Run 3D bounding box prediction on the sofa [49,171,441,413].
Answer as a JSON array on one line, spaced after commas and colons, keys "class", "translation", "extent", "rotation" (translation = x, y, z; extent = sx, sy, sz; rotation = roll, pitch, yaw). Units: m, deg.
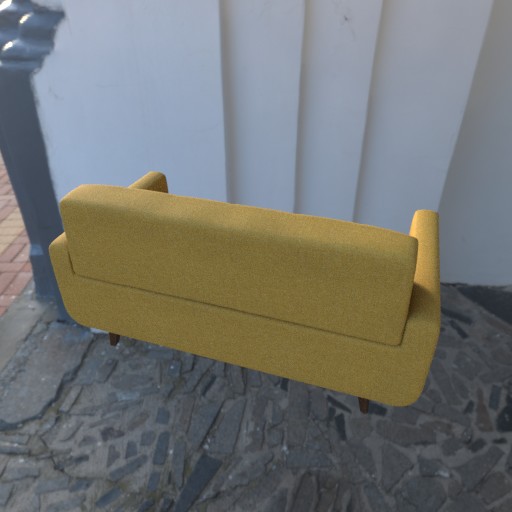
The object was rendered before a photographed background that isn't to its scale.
[{"class": "sofa", "translation": [0.000, 0.000, 2.149], "extent": [1.631, 0.841, 0.909], "rotation": [11, 35, 16]}]
